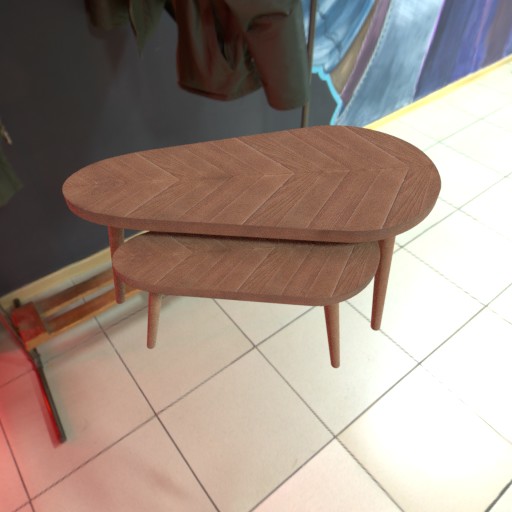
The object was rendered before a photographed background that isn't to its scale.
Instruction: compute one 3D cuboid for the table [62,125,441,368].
[{"bbox_3d":[0.000,0.000,1.577,1.190,0.595,0.701,-4,47,-4],"label":"table"}]
